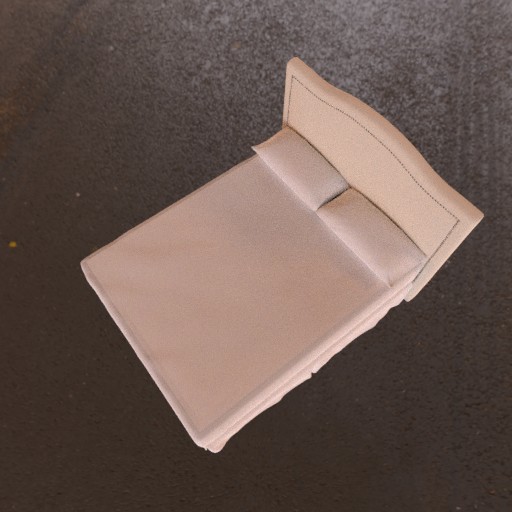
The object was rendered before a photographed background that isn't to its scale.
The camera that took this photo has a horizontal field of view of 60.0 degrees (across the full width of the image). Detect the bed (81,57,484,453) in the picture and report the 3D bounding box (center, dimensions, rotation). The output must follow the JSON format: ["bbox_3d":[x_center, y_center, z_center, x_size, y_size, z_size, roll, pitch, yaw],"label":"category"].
[{"bbox_3d":[0.000,0.000,3.218,2.143,1.460,1.753,-35,68,-16],"label":"bed"}]
